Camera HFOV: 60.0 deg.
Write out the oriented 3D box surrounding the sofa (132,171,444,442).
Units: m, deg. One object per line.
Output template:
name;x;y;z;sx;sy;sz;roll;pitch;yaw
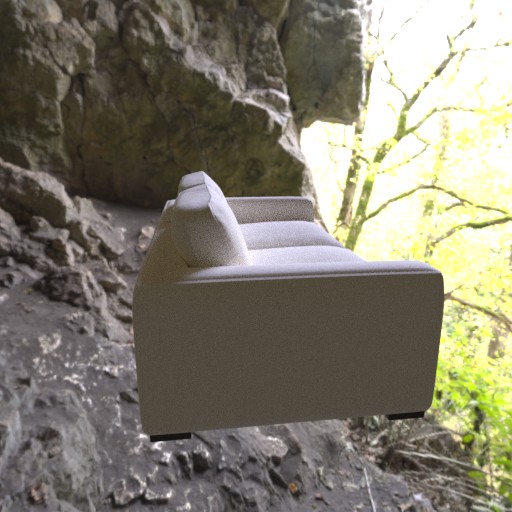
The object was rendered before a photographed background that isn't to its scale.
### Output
sofa;0.000;0.000;2.367;1.069;0.801;1.920;-2;15;-8
